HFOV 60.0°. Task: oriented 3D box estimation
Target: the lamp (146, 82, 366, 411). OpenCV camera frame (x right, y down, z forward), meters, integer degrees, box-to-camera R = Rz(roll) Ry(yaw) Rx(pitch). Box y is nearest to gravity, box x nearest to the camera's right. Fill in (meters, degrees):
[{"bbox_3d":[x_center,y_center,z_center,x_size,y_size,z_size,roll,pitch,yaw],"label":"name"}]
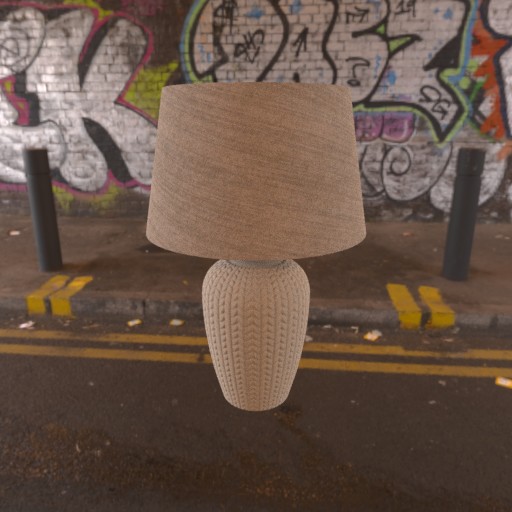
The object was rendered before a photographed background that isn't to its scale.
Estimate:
[{"bbox_3d":[0.000,0.000,0.822,0.390,0.580,0.390,0,17,0],"label":"lamp"}]
